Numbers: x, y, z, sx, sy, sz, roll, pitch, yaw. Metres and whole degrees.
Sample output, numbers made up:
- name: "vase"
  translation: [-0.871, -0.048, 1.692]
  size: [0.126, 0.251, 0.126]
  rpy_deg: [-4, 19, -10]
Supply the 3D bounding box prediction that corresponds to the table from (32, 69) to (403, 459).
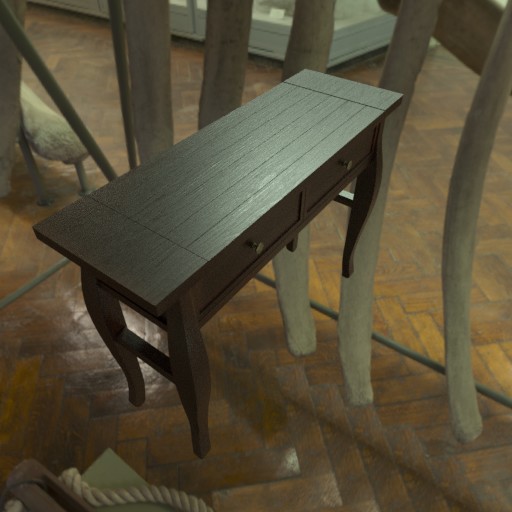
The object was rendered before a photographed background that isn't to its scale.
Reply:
- name: "table"
  translation: [0.000, 0.000, 1.401]
  size: [0.373, 0.768, 1.062]
  rpy_deg: [27, 49, 26]
